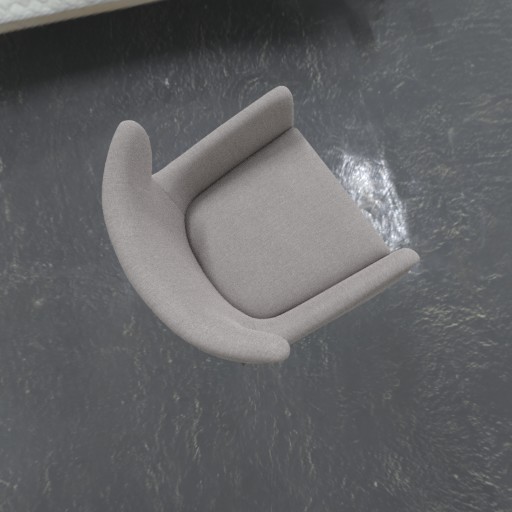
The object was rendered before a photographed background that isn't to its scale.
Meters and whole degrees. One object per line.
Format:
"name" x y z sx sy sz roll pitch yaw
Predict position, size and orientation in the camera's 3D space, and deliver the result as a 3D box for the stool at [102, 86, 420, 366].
"stool" 0.000 0.000 1.299 0.575 0.951 0.575 -33 78 -8
